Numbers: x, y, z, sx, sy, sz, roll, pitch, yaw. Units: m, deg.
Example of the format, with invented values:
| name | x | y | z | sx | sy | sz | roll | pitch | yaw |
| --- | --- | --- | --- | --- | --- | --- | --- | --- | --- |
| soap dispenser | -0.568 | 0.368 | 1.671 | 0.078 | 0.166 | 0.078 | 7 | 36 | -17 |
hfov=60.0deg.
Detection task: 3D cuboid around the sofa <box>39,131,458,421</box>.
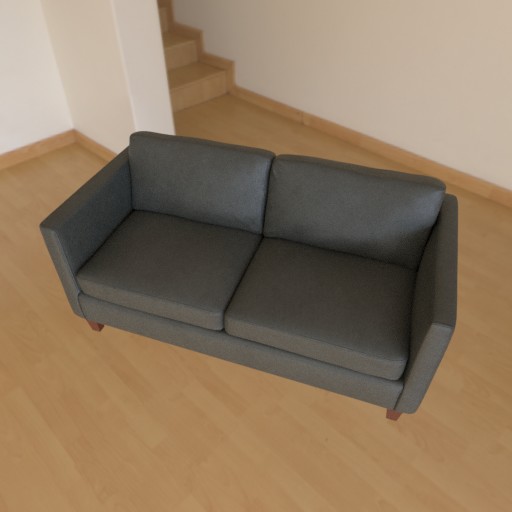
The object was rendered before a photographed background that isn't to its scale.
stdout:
| name | x | y | z | sx | sy | sz | roll | pitch | yaw |
| --- | --- | --- | --- | --- | --- | --- | --- | --- | --- |
| sofa | 0.000 | 0.000 | 2.352 | 1.883 | 0.933 | 0.951 | 13 | 44 | 14 |
